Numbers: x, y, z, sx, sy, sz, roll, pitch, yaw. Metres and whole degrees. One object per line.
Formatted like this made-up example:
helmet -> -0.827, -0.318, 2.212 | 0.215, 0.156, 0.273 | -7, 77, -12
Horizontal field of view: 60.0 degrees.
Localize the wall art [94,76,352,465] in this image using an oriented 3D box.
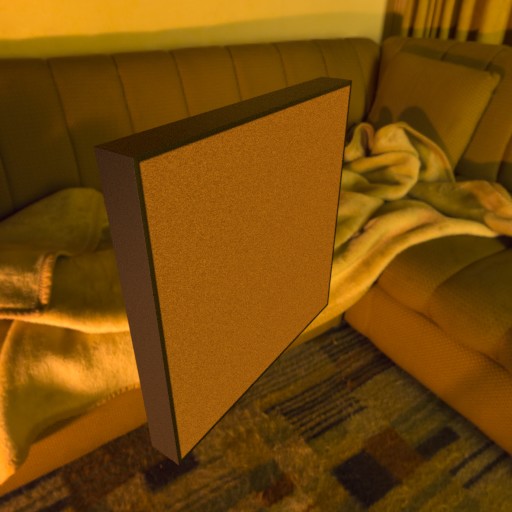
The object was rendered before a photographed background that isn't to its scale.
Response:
wall art -> 0.000, 0.000, 0.457 | 0.037, 0.303, 0.304 | 20, 37, 30
